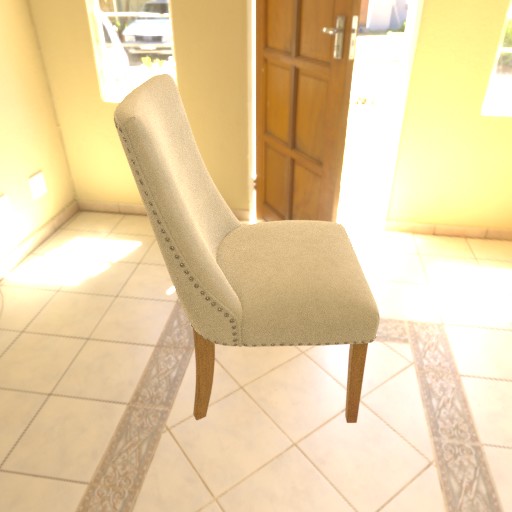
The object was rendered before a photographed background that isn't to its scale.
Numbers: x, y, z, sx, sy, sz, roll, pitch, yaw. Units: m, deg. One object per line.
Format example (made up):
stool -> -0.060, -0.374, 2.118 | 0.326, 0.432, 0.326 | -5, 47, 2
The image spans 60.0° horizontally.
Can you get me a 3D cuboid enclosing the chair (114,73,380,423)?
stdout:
chair -> 0.000, 0.000, 1.255 | 0.610, 0.902, 0.495 | -1, 32, -1
